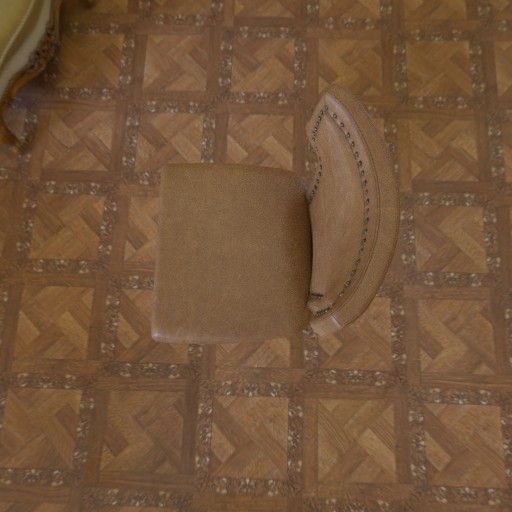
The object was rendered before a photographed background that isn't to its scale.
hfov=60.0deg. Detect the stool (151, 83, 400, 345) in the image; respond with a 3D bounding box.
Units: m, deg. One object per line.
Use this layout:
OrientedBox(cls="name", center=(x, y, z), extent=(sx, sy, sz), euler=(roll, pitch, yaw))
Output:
OrientedBox(cls="stool", center=(0.000, 0.000, 1.327), extent=(0.563, 0.982, 0.526), euler=(1, 76, 0))
